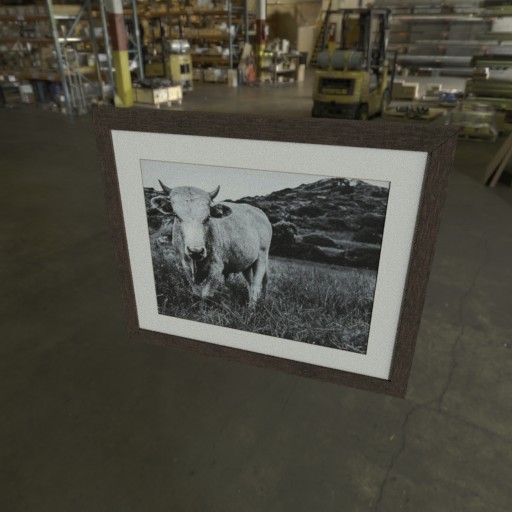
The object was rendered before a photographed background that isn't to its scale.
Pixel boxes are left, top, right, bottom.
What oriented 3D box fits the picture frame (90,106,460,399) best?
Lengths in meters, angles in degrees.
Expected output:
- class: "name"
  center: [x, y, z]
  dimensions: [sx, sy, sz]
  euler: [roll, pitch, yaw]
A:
- class: "picture frame"
  center: [0.000, 0.000, 0.745]
  dimensions: [0.546, 0.455, 0.026]
  euler: [8, 28, 16]
